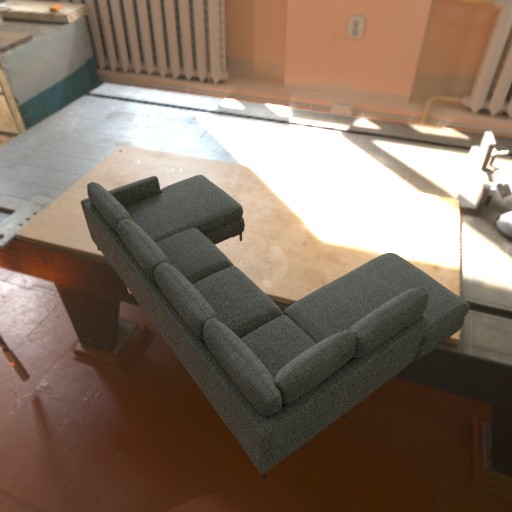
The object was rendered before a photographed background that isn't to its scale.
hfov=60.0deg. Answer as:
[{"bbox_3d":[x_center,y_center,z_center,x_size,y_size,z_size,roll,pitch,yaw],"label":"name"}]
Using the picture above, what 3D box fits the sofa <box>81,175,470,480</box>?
[{"bbox_3d":[0.000,0.000,3.603,1.879,0.756,2.737,-25,47,-26],"label":"sofa"}]
